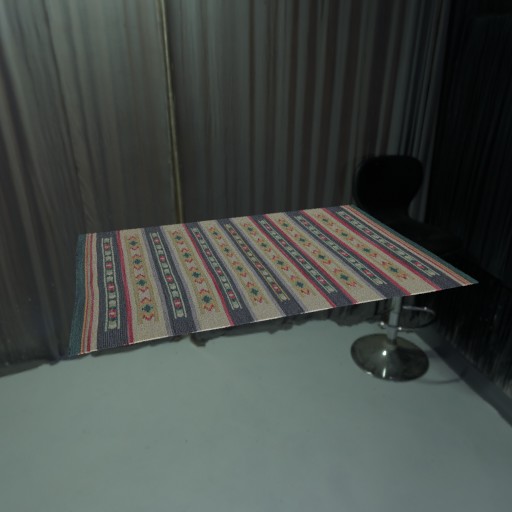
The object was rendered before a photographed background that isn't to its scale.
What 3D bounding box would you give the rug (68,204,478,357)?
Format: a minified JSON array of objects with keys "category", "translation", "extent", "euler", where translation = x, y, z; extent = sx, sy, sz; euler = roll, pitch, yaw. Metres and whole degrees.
[{"category":"rug","translation":[0.000,0.000,2.985],"extent":[2.311,0.010,1.522],"euler":[-8,26,-16]}]
